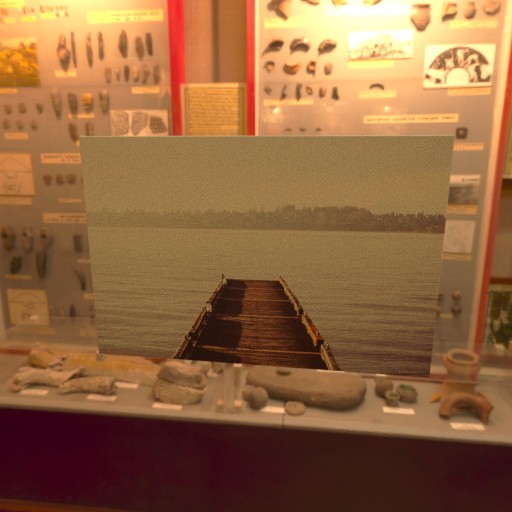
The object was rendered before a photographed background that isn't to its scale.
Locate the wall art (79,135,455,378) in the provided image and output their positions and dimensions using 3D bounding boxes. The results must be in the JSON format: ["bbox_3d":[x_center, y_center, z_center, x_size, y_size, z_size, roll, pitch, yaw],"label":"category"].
[{"bbox_3d":[0.000,0.000,1.160,0.916,0.609,0.037,2,14,8],"label":"wall art"}]
